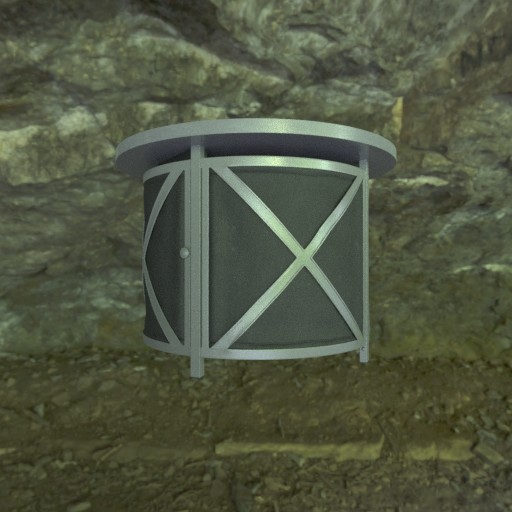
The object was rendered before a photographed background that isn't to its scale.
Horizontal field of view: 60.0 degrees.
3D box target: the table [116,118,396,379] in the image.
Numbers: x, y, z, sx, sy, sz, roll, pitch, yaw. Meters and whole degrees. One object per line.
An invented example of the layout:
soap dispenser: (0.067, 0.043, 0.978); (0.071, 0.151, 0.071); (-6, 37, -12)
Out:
table: (0.000, 0.000, 1.512); (0.914, 0.650, 0.914); (0, -1, 0)
